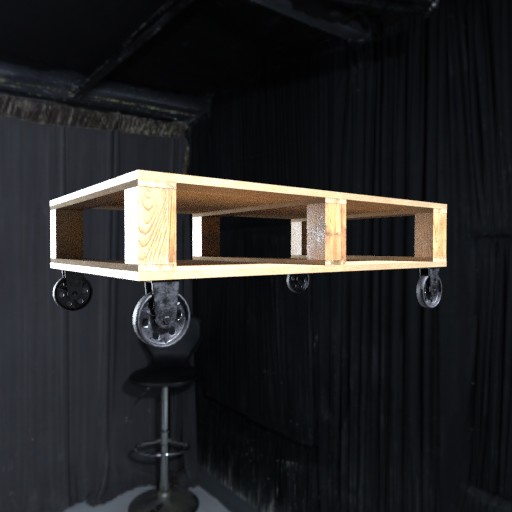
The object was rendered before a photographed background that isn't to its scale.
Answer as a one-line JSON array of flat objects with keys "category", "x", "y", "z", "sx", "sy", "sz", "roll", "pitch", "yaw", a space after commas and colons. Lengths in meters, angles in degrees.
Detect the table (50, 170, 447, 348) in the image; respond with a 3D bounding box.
[{"category": "table", "x": 0.000, "y": 0.000, "z": 1.719, "sx": 1.299, "sy": 0.413, "sz": 0.827, "roll": -1, "pitch": 1, "yaw": -37}]
